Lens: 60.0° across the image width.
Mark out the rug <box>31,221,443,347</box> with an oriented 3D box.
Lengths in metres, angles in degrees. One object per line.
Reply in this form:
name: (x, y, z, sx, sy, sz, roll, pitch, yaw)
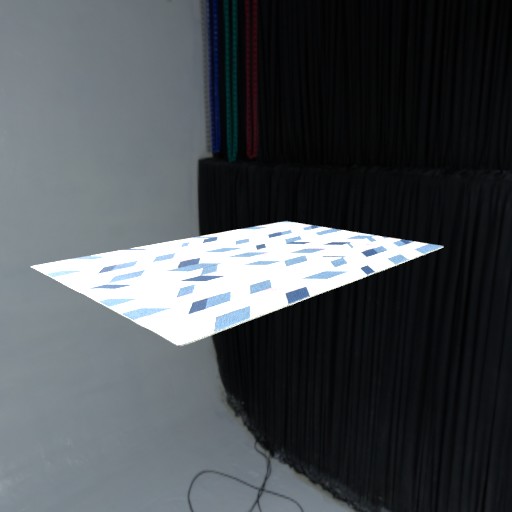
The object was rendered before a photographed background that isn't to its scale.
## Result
rug: (0.000, 0.000, 2.299, 1.813, 0.006, 1.202, -14, 19, -43)
